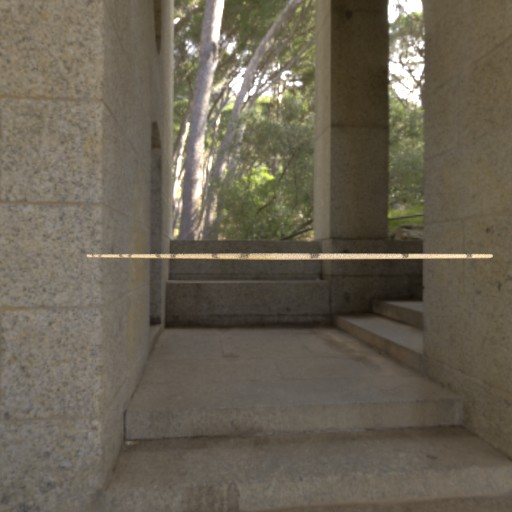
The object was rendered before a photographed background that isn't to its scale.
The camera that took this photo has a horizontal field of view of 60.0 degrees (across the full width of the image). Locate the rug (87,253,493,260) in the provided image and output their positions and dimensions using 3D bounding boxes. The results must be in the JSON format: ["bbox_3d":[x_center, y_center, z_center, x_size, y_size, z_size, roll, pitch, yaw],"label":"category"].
[{"bbox_3d":[0.000,0.000,3.390,1.801,0.026,2.701,0,0,-36],"label":"rug"}]
